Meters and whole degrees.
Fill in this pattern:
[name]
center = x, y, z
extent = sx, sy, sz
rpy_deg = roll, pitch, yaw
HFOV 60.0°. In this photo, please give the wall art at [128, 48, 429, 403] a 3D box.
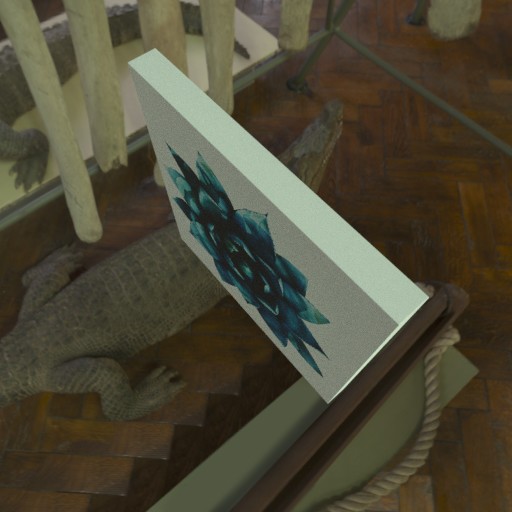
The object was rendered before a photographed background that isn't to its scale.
[wall art]
center = 0.000, 0.000, 0.619
extent = 0.038, 0.406, 0.406
rpy_deg = -37, 69, -17
